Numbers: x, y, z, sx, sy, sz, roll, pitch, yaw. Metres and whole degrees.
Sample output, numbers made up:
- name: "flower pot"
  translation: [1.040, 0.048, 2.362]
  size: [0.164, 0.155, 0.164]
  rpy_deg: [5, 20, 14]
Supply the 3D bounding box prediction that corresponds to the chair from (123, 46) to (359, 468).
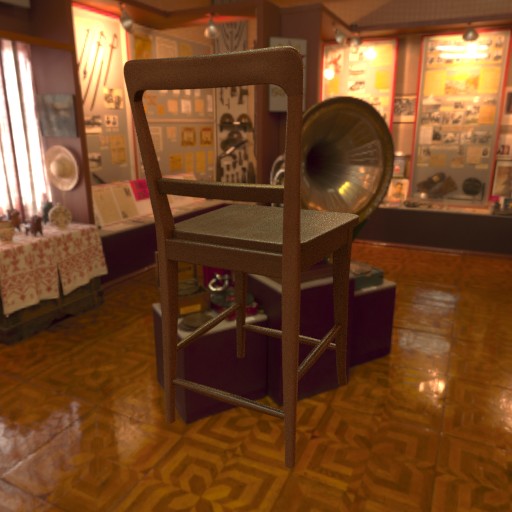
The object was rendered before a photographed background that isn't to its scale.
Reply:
- name: "chair"
  translation: [0.000, 0.000, 1.255]
  size: [0.450, 0.991, 0.546]
  rpy_deg: [8, 18, 27]
